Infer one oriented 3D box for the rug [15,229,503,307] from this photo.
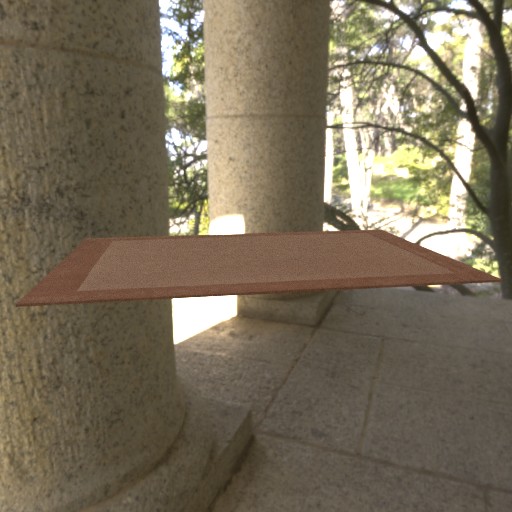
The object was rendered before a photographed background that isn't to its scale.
[{"bbox_3d":[0.000,0.000,2.907,2.438,0.014,1.524,-2,14,-9],"label":"rug"}]
